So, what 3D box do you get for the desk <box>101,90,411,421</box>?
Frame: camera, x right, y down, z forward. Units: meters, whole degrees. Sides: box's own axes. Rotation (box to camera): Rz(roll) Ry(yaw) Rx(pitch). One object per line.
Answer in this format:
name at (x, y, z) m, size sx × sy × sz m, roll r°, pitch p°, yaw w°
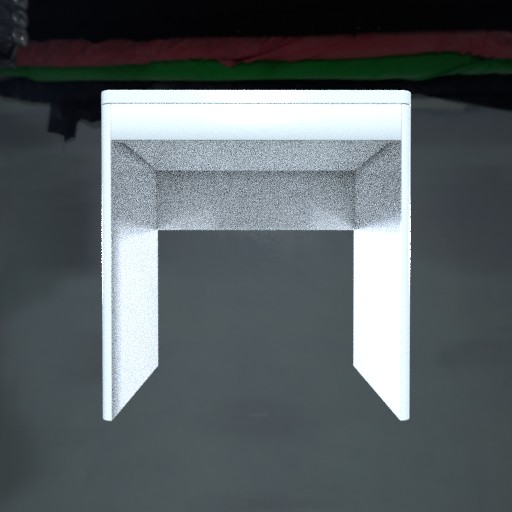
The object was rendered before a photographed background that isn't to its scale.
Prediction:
desk at (0.000, 0.000, 1.337) m, size 0.762 × 0.800 × 0.549 m, roll 0°, pitch 1°, yaw 0°
